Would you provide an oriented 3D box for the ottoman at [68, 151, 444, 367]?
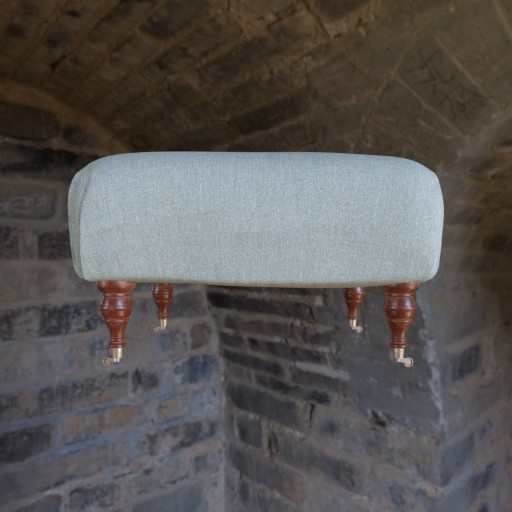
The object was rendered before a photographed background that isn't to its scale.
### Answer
[{"bbox_3d":[0.000,0.000,1.120,0.747,0.450,0.622,0,-1,0],"label":"ottoman"}]
